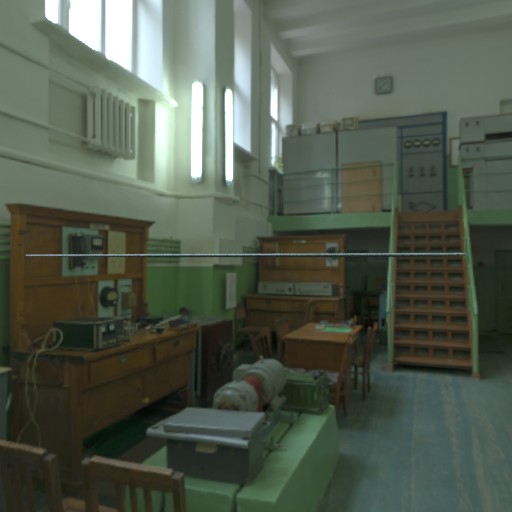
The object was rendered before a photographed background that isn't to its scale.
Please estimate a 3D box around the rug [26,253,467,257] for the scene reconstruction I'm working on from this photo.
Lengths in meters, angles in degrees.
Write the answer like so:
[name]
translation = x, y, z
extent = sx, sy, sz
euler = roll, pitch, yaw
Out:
[rug]
translation = 0.000, 0.000, 3.019
extent = 2.457, 0.009, 1.512
euler = 0, 0, 19
